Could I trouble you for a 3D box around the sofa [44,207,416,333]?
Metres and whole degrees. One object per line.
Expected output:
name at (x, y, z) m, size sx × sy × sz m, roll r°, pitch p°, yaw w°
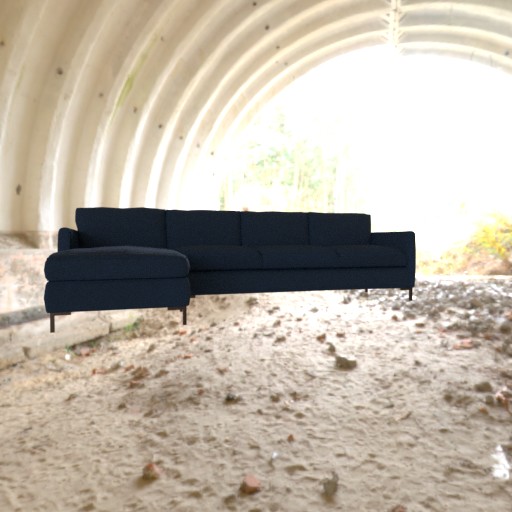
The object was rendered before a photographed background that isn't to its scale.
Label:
sofa at (0.000, 0.000, 2.958) m, size 2.450 × 0.679 × 1.128 m, roll -1°, pitch 2°, yaw -18°
